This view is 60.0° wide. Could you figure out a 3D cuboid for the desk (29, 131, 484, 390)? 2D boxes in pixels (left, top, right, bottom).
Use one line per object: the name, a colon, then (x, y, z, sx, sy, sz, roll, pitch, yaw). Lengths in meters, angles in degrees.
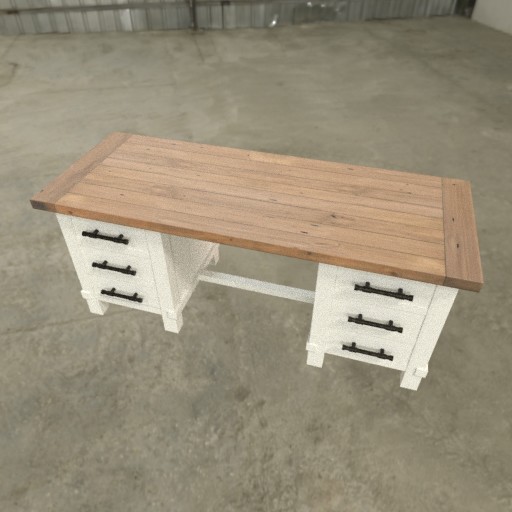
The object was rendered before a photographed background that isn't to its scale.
desk: (0.000, 0.000, 2.186, 1.803, 0.760, 0.688, 11, 42, 12)
